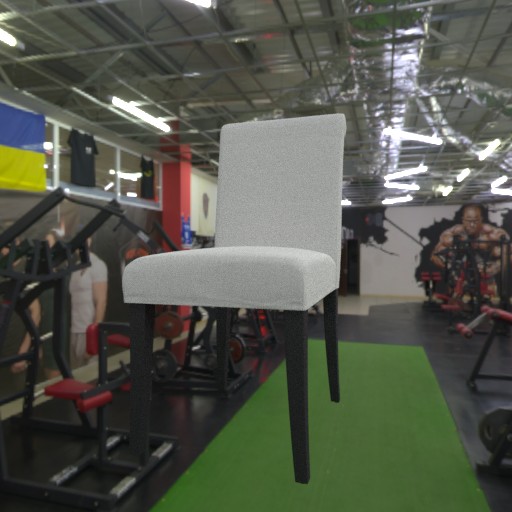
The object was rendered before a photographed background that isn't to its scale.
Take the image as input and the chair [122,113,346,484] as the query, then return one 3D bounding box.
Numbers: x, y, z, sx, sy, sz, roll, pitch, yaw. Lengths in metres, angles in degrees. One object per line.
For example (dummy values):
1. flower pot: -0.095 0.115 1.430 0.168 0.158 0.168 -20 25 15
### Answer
1. chair: 0.000 0.000 1.324 0.452 0.976 0.708 0 1 18
